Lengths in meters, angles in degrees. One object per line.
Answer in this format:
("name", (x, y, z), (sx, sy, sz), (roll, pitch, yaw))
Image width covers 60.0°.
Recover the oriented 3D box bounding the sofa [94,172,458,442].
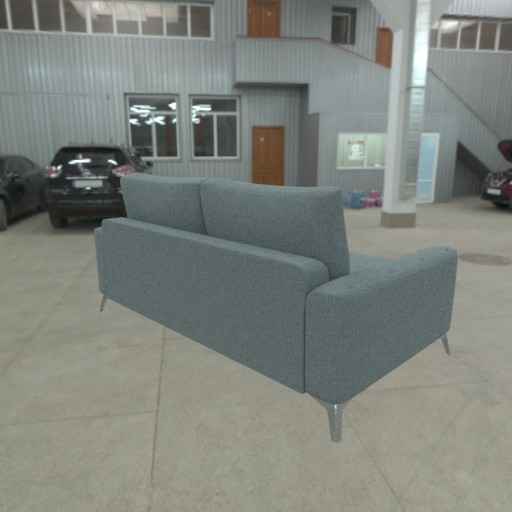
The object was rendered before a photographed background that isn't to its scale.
("sofa", (0.000, 0.000, 2.182), (0.920, 0.790, 1.650), (-13, 19, -43))
